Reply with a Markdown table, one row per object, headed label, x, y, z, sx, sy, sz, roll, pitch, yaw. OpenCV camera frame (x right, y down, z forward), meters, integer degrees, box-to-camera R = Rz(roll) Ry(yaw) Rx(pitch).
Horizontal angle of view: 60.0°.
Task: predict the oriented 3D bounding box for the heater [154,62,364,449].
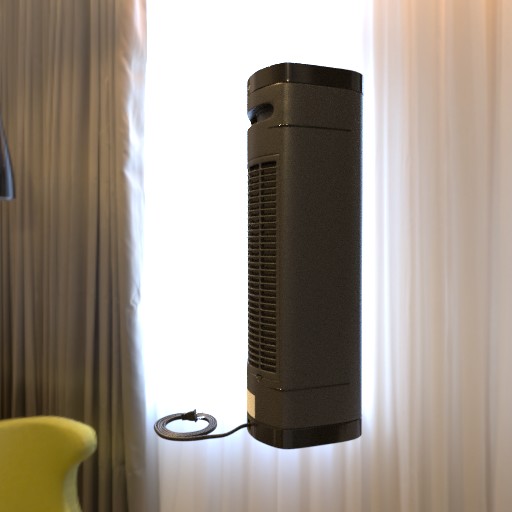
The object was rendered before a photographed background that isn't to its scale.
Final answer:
| label | x | y | z | sx | sy | sz | roll | pitch | yaw |
| --- | --- | --- | --- | --- | --- | --- | --- | --- | --- |
| heater | 0.000 | 0.000 | 0.702 | 0.312 | 0.552 | 0.174 | 0 | 1 | -18 |
